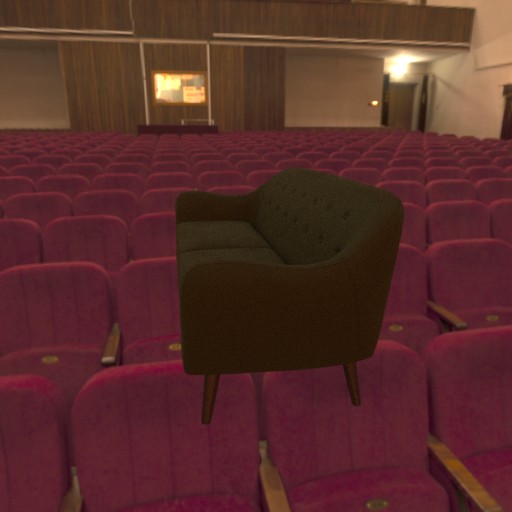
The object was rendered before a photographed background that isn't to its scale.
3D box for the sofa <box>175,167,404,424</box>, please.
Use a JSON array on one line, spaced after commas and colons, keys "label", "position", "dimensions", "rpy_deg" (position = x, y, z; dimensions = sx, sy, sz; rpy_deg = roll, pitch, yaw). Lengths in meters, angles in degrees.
[{"label": "sofa", "position": [0.000, 0.000, 2.311], "dimensions": [0.820, 0.836, 1.840], "rpy_deg": [-3, 16, -10]}]
